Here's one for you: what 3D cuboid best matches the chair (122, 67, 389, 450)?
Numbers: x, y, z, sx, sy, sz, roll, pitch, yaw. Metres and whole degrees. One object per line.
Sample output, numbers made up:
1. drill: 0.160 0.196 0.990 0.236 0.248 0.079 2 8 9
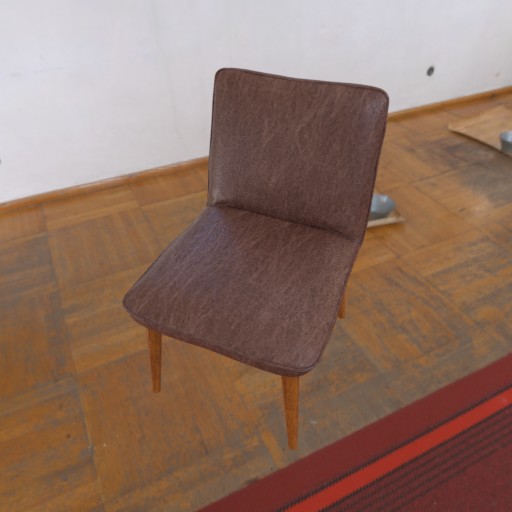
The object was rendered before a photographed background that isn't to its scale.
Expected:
1. chair: 0.000 0.000 1.215 0.543 0.803 0.645 12 40 15
